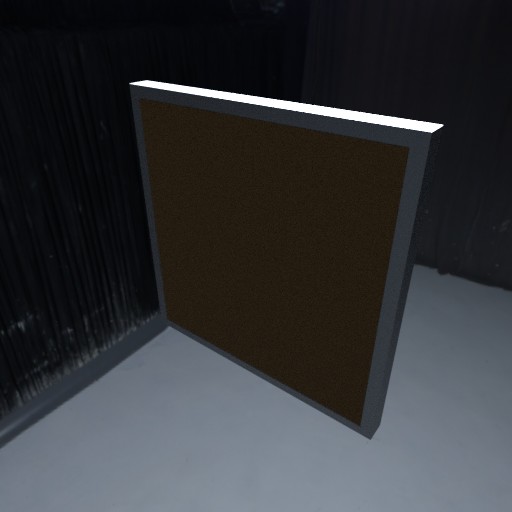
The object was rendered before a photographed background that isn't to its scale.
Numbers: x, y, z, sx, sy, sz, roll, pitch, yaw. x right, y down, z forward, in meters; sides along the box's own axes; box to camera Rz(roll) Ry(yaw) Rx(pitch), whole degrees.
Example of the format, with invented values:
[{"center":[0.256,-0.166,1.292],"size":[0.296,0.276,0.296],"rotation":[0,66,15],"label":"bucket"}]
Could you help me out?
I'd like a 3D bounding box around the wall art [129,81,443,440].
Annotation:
[{"center":[0.000,0.000,0.749],"size":[0.506,0.506,0.038],"rotation":[21,36,32],"label":"wall art"}]
